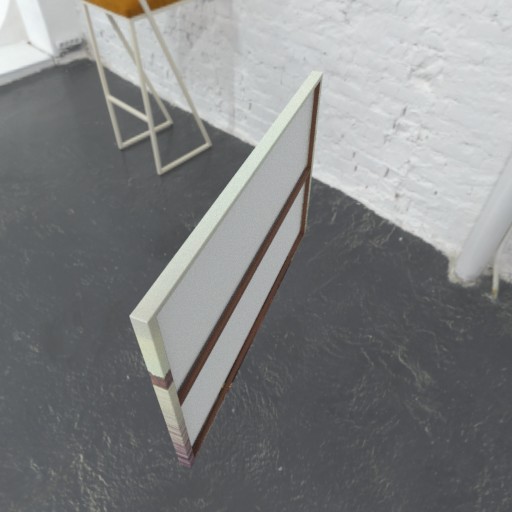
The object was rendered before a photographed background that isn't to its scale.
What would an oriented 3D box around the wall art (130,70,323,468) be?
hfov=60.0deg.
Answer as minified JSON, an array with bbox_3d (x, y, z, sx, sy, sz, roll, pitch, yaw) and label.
[{"bbox_3d":[0.000,0.000,1.460,0.040,0.765,1.149,16,48,15],"label":"wall art"}]
